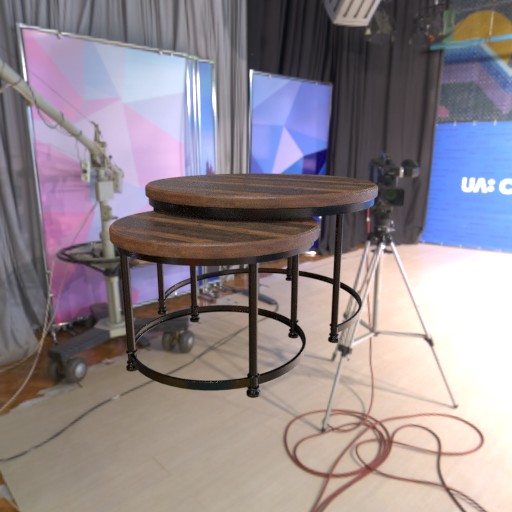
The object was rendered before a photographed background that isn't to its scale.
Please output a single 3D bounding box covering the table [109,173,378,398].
[{"bbox_3d":[0.000,0.000,1.637,0.870,0.516,1.152,2,15,8],"label":"table"}]
